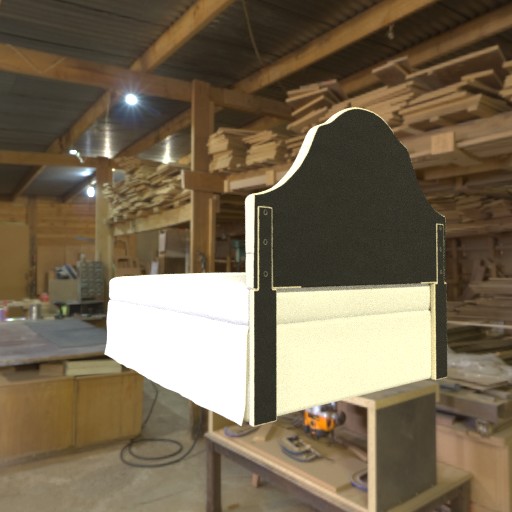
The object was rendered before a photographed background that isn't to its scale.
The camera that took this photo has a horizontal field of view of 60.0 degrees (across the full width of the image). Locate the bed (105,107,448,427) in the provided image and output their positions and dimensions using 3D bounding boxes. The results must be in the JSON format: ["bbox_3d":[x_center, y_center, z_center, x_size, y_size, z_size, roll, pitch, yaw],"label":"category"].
[{"bbox_3d":[0.000,0.000,3.261,1.627,1.575,2.092,1,-2,-36],"label":"bed"}]
